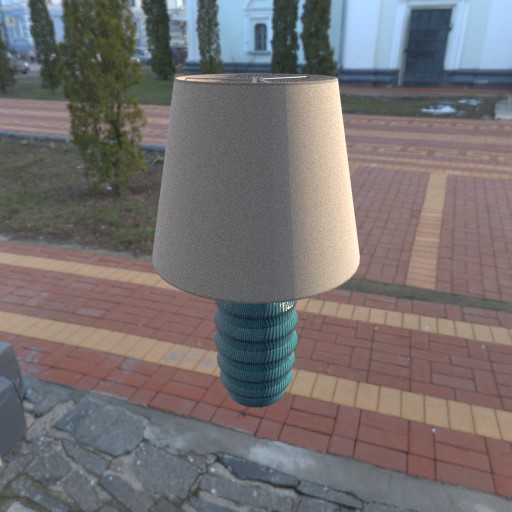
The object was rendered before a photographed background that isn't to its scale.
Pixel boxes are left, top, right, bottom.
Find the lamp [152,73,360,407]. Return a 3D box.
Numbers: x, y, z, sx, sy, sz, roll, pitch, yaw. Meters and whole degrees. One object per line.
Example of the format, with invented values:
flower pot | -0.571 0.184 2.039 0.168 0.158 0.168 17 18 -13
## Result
lamp | 0.000 0.000 0.778 0.355 0.582 0.355 0 25 0
